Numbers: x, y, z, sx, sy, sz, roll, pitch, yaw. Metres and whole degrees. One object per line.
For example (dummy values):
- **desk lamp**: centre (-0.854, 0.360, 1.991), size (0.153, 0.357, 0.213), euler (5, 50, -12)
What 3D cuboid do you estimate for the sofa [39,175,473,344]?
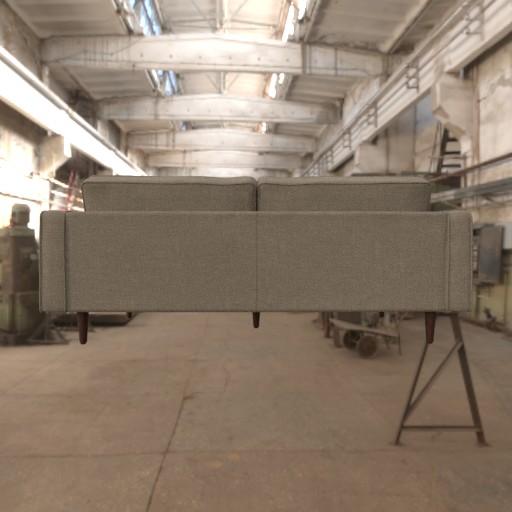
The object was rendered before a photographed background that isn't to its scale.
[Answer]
- **sofa**: centre (0.000, 0.000, 2.322), size (1.879, 0.762, 0.914), euler (0, 1, -1)
